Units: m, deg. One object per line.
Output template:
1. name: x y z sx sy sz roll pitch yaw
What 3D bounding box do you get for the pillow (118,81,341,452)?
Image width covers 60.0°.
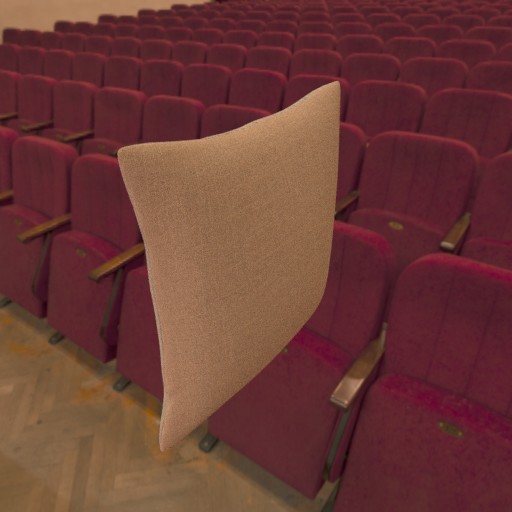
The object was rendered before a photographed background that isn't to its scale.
1. pillow: 0.000 0.000 0.768 0.178 0.506 0.512 21 37 30
